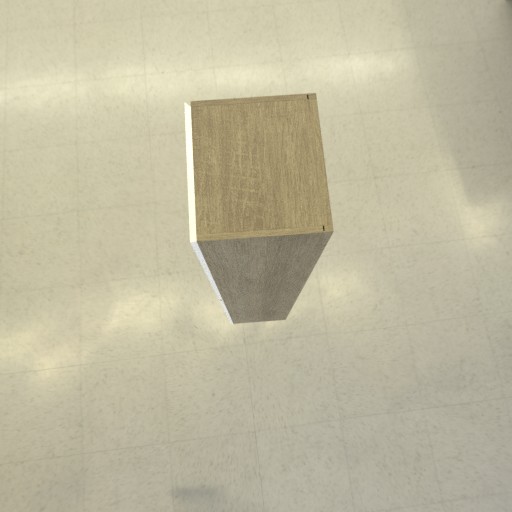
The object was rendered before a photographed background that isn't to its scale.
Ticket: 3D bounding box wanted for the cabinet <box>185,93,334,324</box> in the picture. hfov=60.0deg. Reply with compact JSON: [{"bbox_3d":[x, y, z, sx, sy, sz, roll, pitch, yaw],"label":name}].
[{"bbox_3d":[0.000,0.000,1.545,0.270,1.400,0.300,-4,75,-1],"label":"cabinet"}]
